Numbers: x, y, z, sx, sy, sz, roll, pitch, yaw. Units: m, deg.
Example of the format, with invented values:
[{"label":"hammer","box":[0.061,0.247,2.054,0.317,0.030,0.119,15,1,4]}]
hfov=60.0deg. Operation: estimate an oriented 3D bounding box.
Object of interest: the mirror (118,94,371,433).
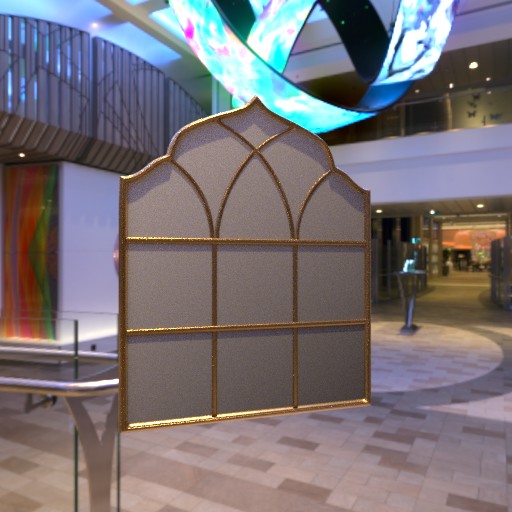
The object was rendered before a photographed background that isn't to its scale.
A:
[{"label":"mirror","box":[0.000,0.000,0.867,0.513,0.635,0.018,0,0,-17]}]
